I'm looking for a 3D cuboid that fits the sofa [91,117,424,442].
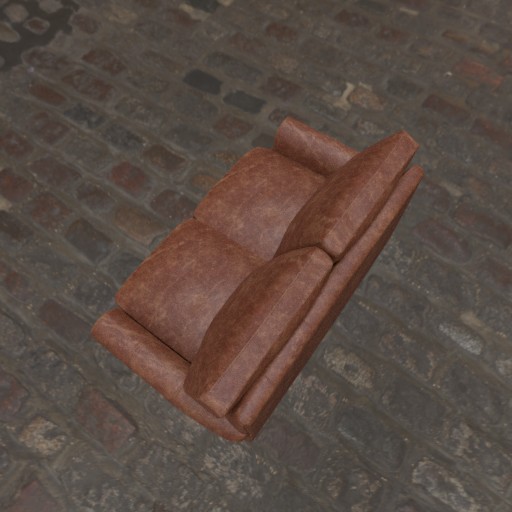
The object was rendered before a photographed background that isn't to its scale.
[{"bbox_3d":[0.000,0.000,2.272,0.990,0.967,1.616,33,67,16],"label":"sofa"}]
